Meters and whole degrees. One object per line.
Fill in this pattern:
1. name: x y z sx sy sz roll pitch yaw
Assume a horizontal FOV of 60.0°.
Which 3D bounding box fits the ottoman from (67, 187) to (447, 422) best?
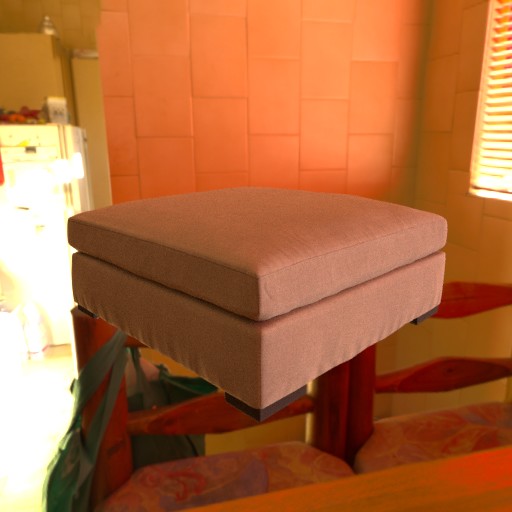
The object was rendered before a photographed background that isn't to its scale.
1. ottoman: 0.000 0.000 1.897 1.171 0.517 1.203 -14 20 -43
